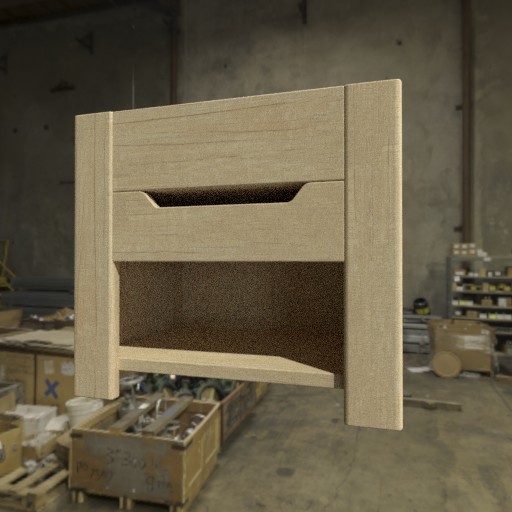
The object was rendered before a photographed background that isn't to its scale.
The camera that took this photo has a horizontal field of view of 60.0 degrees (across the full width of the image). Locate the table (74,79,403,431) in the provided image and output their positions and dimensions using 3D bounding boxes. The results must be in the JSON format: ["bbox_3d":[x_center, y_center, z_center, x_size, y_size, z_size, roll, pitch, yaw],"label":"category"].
[{"bbox_3d":[0.000,0.000,0.922,0.570,0.510,0.420,0,-1,17],"label":"table"}]
